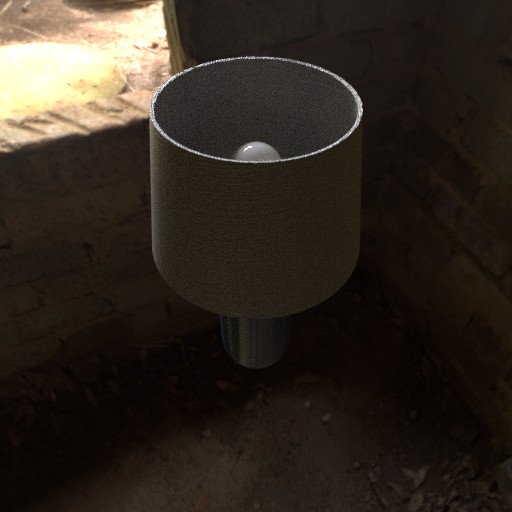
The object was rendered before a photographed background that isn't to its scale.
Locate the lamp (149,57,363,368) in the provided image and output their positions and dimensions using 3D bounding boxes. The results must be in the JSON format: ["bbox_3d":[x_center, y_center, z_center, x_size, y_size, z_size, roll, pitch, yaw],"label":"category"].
[{"bbox_3d":[0.000,0.000,0.575,0.253,0.428,0.253,0,47,0],"label":"lamp"}]
